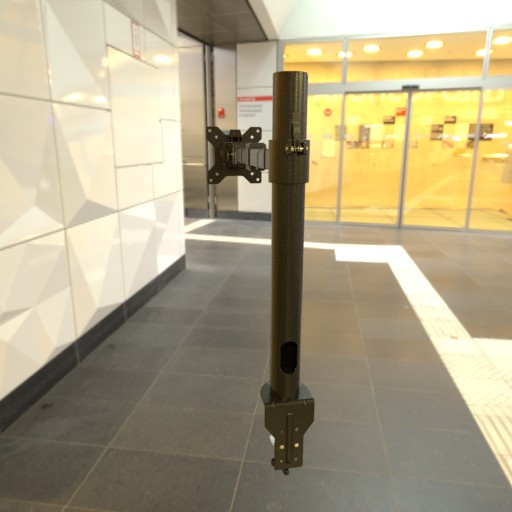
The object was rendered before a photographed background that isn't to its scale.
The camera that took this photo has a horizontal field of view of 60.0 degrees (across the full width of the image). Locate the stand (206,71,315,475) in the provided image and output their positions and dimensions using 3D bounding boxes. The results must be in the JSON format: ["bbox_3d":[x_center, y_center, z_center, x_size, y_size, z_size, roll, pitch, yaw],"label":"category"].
[{"bbox_3d":[0.000,0.000,0.735,0.115,0.510,0.456,-3,14,-11],"label":"stand"}]
